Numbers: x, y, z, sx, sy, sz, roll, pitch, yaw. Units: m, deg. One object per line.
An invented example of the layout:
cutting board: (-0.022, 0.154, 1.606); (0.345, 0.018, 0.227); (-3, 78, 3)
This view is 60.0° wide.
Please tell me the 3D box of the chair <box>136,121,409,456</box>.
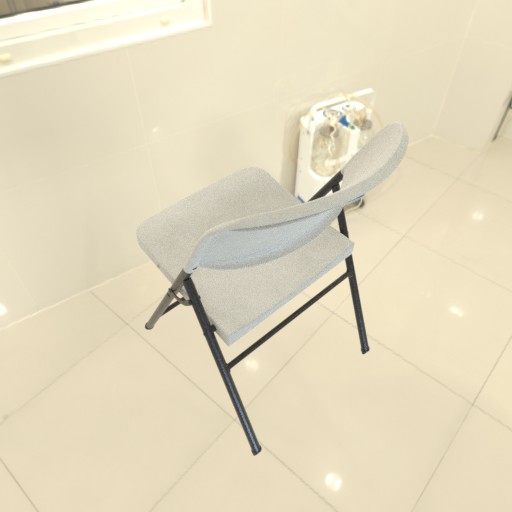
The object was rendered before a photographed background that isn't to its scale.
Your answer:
chair: (0.000, 0.000, 1.140); (0.494, 0.810, 0.566); (-33, 56, -27)
